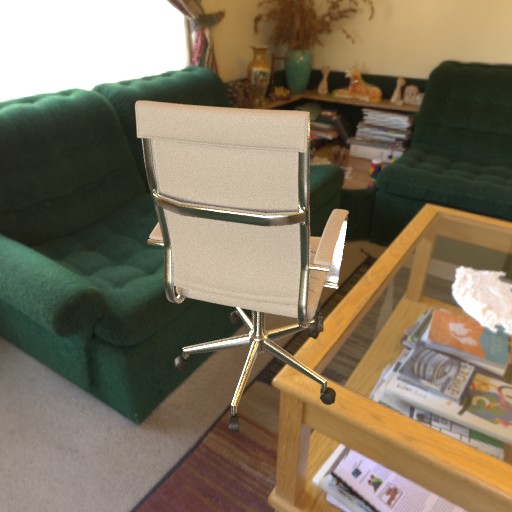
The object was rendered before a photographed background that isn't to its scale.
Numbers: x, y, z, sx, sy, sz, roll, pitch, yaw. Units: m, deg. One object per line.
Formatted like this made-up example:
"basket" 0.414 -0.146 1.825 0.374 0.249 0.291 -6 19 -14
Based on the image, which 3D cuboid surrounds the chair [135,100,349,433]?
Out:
"chair" 0.000 0.000 1.574 0.679 1.149 0.667 9 32 15
